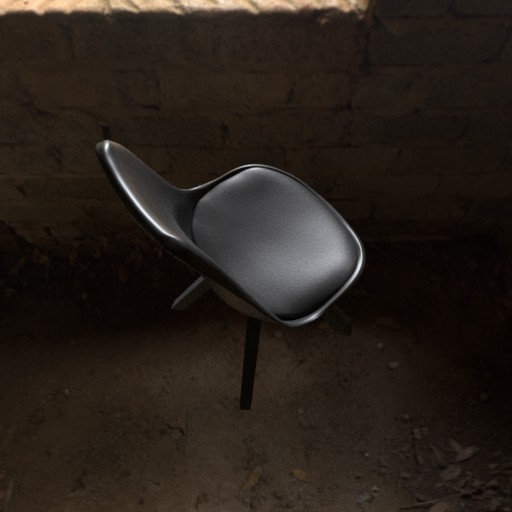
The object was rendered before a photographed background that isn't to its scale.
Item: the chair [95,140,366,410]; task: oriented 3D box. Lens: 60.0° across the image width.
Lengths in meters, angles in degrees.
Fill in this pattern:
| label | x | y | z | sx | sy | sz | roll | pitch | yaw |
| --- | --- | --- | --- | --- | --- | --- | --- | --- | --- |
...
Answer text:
| label | x | y | z | sx | sy | sz | roll | pitch | yaw |
| --- | --- | --- | --- | --- | --- | --- | --- | --- | --- |
| chair | 0.000 | 0.000 | 1.148 | 0.530 | 0.850 | 0.485 | -31 | 63 | -18 |
